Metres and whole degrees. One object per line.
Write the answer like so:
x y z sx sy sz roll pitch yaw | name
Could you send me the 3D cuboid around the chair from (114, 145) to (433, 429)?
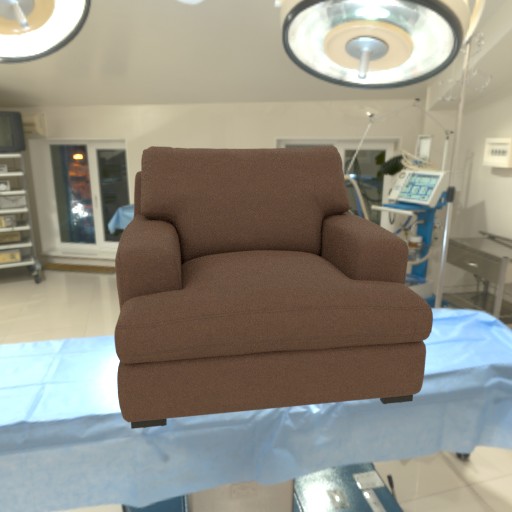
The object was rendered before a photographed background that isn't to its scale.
0.000 0.000 1.975 1.168 0.940 1.143 -2 15 -9 | chair
